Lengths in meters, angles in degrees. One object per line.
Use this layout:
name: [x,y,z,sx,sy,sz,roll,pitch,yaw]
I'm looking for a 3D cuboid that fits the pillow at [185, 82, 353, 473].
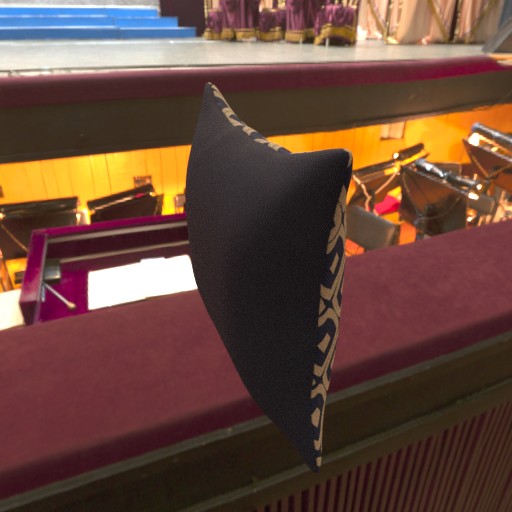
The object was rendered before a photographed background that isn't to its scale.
pillow: [0.000,0.000,0.754,0.188,0.494,0.504,-11,31,-19]
